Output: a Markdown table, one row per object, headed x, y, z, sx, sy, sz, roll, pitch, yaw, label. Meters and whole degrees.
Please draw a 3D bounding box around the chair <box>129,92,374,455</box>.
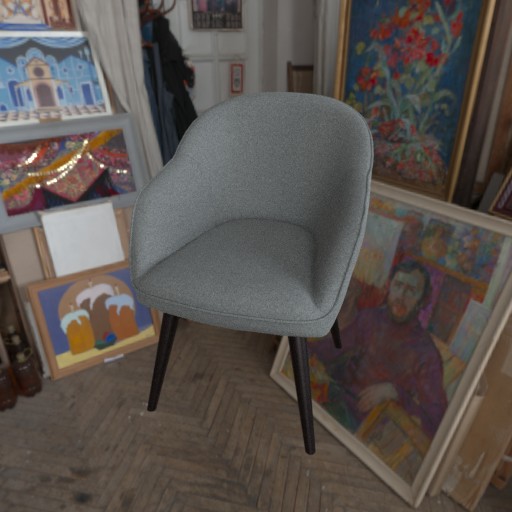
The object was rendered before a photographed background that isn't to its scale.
| x | y | z | sx | sy | sz | roll | pitch | yaw | label |
| --- | --- | --- | --- | --- | --- | --- | --- | --- | --- |
| 0.000 | 0.000 | 1.241 | 0.589 | 0.810 | 0.611 | 8 | 27 | 17 | chair |
